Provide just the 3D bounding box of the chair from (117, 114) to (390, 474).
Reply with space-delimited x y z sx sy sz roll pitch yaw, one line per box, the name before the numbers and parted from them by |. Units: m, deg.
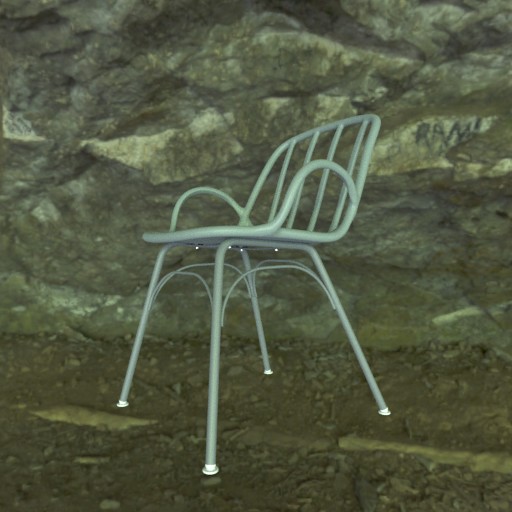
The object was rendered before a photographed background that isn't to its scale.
chair | 0.000 0.000 1.199 0.597 0.816 0.549 0 1 -37
